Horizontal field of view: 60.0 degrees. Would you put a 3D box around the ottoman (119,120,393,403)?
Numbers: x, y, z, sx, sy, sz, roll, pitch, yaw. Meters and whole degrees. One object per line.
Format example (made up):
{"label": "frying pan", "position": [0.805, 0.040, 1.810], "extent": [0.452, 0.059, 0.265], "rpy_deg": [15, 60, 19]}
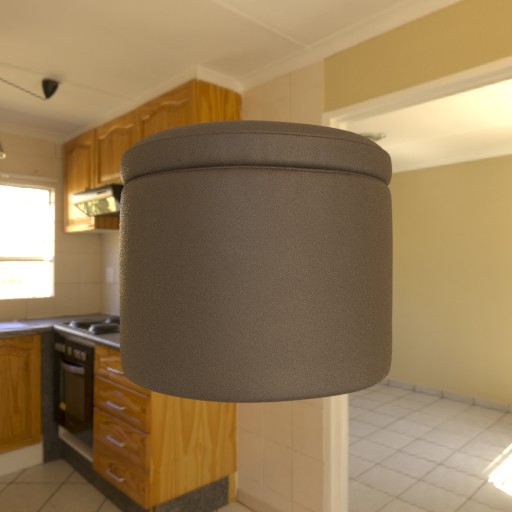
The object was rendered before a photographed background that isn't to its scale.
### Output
{"label": "ottoman", "position": [0.000, 0.000, 0.847], "extent": [0.500, 0.409, 0.500], "rpy_deg": [0, -1, 0]}
